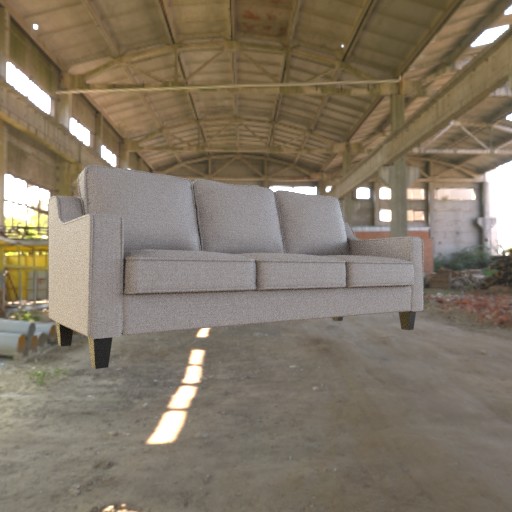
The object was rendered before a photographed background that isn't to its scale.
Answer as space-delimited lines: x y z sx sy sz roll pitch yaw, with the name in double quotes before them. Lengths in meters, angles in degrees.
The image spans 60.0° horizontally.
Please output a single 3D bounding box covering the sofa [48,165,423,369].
"sofa" 0.000 0.000 2.636 2.129 0.950 0.899 1 -2 -35
